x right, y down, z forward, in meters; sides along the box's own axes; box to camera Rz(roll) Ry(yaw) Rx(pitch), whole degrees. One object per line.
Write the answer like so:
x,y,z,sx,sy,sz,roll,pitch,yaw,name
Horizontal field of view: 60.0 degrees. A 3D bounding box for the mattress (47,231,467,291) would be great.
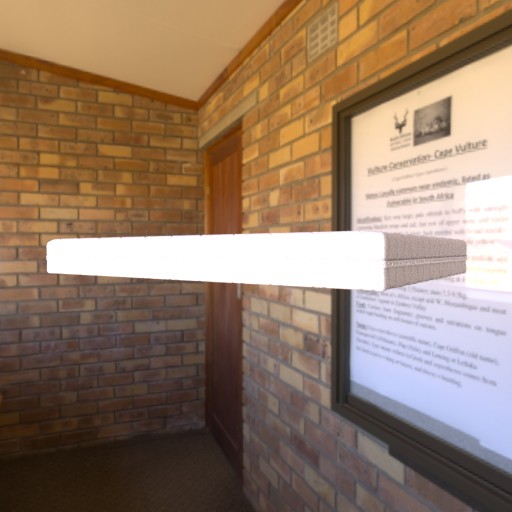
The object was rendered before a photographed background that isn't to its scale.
0.000,0.000,2.560,2.000,0.200,1.400,1,1,35,mattress
